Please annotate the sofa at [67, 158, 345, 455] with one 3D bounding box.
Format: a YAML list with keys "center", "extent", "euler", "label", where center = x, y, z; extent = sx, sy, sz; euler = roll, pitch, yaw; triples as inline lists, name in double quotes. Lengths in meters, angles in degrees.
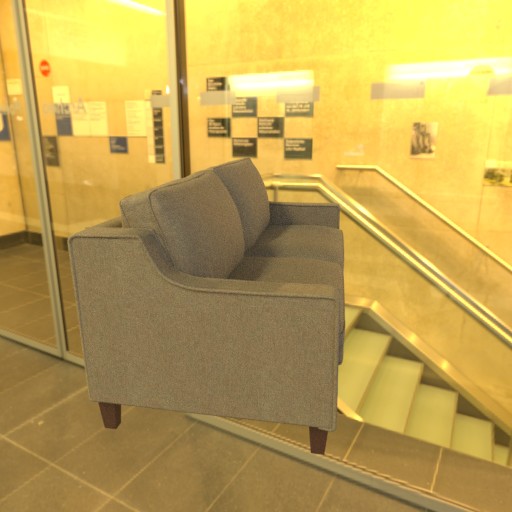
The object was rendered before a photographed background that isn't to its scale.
- center: [0.000, 0.000, 2.717]
  extent: [1.073, 1.074, 2.181]
  euler: [3, 16, 10]
  label: "sofa"
